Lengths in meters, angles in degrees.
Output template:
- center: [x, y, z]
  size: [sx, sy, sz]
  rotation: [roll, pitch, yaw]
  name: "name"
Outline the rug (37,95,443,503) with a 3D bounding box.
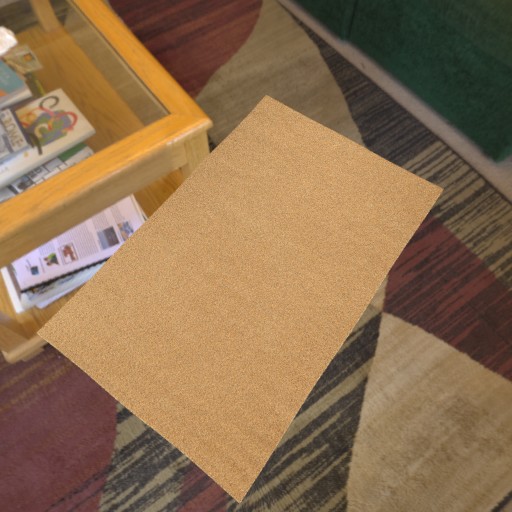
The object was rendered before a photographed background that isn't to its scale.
- center: [0.000, 0.000, 2.849]
  size: [1.500, 0.025, 2.346]
  rotation: [33, 68, 15]
  name: "rug"
